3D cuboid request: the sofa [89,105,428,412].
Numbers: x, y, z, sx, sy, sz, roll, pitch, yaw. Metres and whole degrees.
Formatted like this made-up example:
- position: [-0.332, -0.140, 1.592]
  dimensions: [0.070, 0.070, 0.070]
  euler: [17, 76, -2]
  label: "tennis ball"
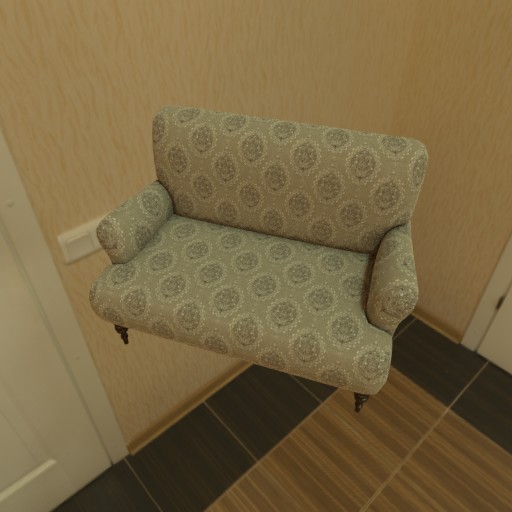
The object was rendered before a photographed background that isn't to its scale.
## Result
- position: [0.000, 0.000, 1.877]
  dimensions: [1.297, 0.889, 0.779]
  euler: [12, 42, 14]
  label: "sofa"
